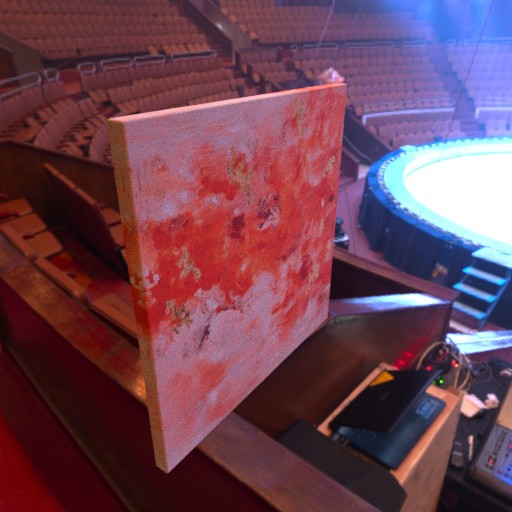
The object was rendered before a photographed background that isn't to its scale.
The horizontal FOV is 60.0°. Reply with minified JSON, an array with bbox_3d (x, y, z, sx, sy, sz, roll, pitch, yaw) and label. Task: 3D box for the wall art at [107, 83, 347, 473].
[{"bbox_3d":[0.000,0.000,1.090,0.064,0.746,0.747,18,31,32],"label":"wall art"}]
